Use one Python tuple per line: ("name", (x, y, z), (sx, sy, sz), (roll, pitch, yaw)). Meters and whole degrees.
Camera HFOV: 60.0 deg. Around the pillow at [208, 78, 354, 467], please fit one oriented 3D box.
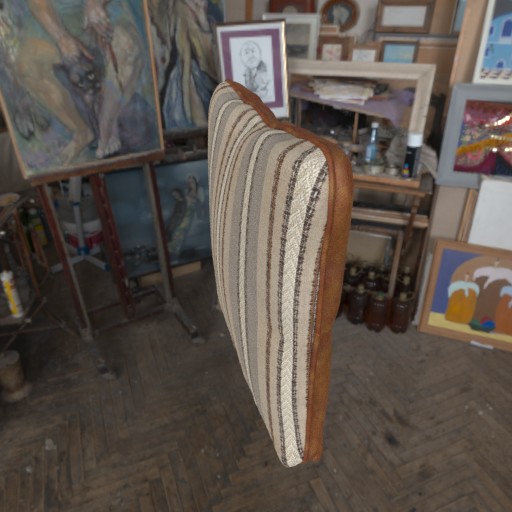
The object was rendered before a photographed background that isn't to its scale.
("pillow", (0.000, 0.000, 0.729), (0.130, 0.490, 0.489), (-8, 31, -14))
